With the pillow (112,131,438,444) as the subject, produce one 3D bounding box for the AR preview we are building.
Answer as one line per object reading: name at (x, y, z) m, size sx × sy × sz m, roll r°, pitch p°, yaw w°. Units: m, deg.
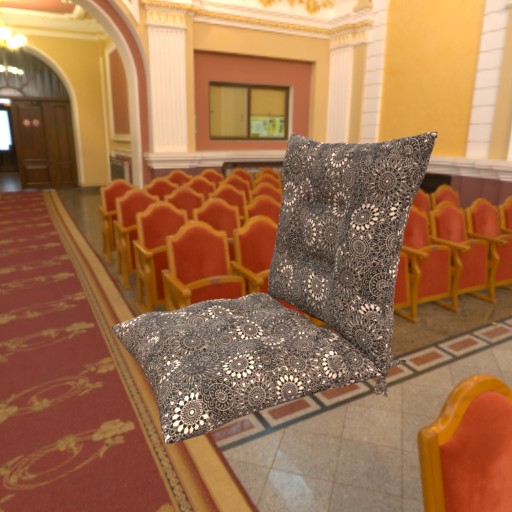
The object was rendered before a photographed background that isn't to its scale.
pillow at (0.000, 0.000, 0.994) m, size 0.585 × 0.536 × 0.541 m, roll -8°, pitch 17°, yaw -26°
